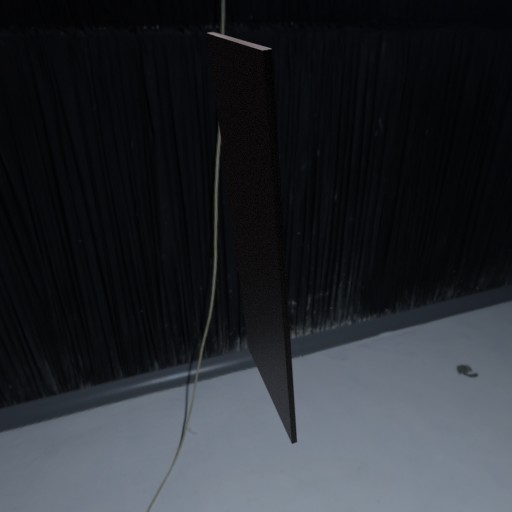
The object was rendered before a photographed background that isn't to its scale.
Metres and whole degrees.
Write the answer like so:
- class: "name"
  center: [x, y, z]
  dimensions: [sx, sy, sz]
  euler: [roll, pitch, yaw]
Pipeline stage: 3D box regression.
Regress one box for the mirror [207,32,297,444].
- class: "mirror"
  center: [0.000, 0.000, 2.286]
  dimensions: [0.221, 2.020, 0.812]
  euler: [-9, 32, -16]
